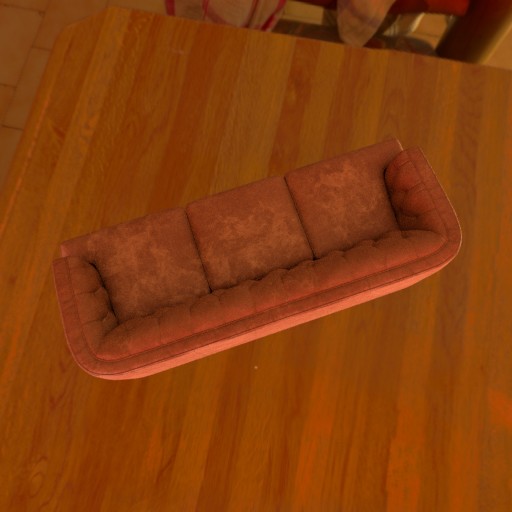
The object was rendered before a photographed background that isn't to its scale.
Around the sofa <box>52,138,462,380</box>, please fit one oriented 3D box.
[{"bbox_3d":[0.000,0.000,2.721,2.257,0.791,0.922,-18,77,-4],"label":"sofa"}]
